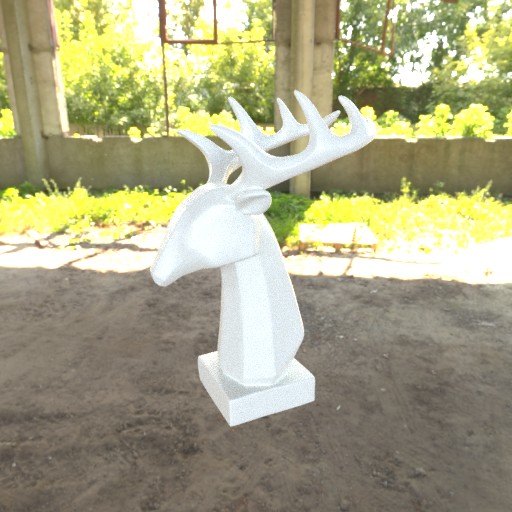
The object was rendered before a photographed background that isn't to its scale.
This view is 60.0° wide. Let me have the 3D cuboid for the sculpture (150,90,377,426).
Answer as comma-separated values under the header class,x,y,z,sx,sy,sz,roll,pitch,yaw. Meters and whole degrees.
class,x,y,z,sx,sy,sz,roll,pitch,yaw
sculpture,0.000,0.000,0.473,0.224,0.329,0.174,-8,18,-24
